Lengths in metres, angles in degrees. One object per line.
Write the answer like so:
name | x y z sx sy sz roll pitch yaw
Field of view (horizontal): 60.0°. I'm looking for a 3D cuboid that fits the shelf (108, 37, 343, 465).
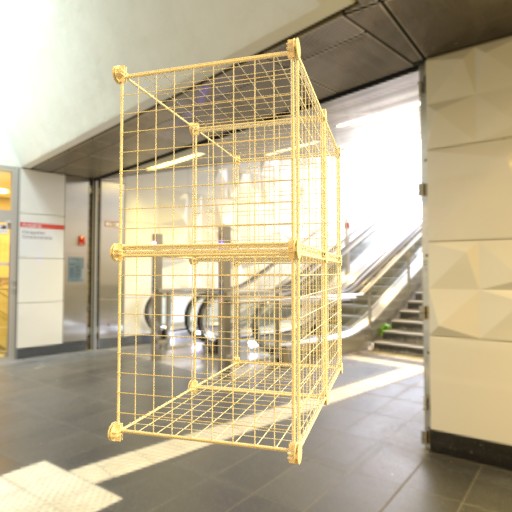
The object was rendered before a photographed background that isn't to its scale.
shelf | 0.000 0.000 1.116 0.356 0.711 0.711 -1 -2 17
